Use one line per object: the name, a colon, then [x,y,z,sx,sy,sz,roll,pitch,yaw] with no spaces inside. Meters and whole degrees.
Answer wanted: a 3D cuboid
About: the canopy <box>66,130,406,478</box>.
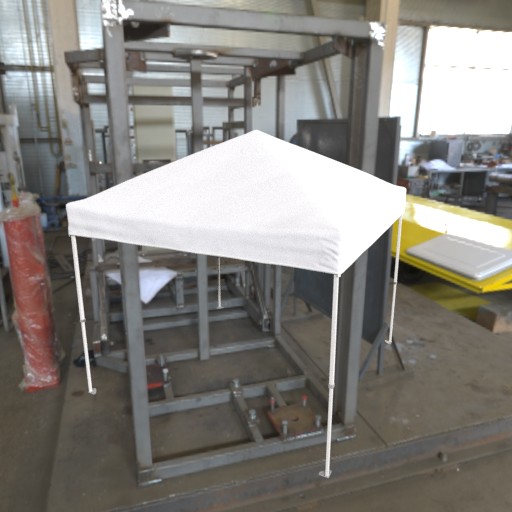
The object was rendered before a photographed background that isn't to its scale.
canopy: [0.000,0.000,5.469,2.996,2.997,2.998,8,18,26]
